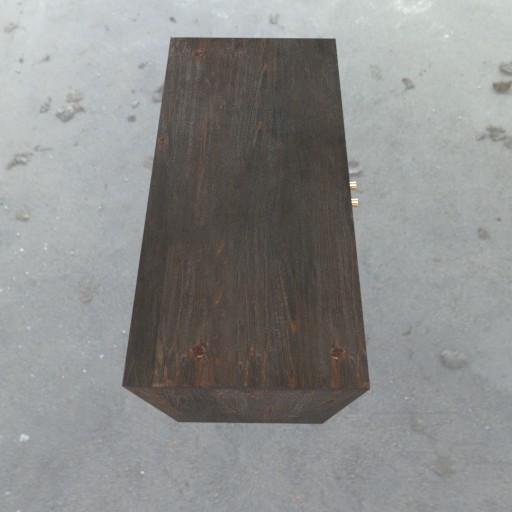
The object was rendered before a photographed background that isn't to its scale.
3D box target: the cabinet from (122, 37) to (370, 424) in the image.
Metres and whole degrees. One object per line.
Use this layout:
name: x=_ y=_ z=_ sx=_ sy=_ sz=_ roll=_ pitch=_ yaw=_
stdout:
cabinet: x=0.000 y=0.000 z=1.511 sx=0.529 sy=0.897 sz=1.023 roll=1 pitch=64 yaw=0
